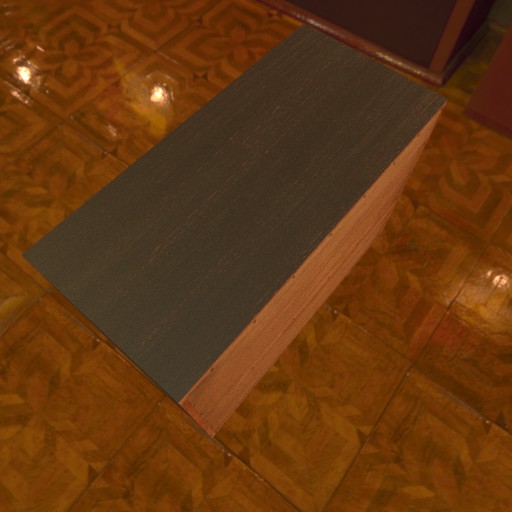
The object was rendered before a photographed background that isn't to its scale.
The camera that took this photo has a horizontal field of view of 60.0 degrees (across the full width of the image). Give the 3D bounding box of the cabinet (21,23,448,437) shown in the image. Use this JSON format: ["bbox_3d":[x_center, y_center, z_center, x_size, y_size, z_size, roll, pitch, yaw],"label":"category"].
[{"bbox_3d":[0.000,0.000,1.385,0.451,0.860,0.950,37,69,17],"label":"cabinet"}]
